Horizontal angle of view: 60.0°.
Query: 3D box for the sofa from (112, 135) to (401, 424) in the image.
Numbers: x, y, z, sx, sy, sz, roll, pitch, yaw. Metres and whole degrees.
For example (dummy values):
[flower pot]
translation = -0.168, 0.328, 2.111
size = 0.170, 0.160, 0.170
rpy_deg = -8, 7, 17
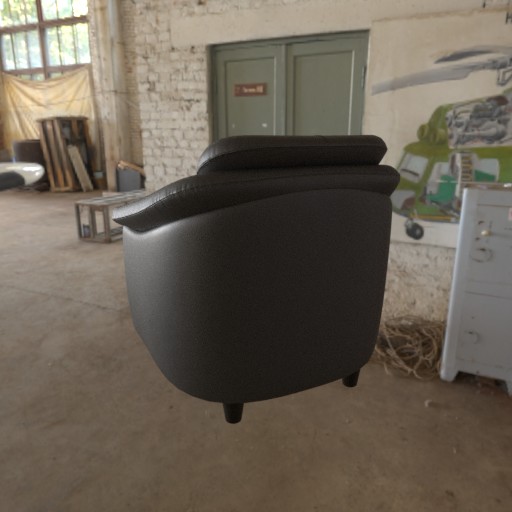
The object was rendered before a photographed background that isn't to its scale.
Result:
[sofa]
translation = 0.000, 0.000, 1.534
size = 0.870, 0.811, 0.794
rpy_deg = -8, 17, -26
